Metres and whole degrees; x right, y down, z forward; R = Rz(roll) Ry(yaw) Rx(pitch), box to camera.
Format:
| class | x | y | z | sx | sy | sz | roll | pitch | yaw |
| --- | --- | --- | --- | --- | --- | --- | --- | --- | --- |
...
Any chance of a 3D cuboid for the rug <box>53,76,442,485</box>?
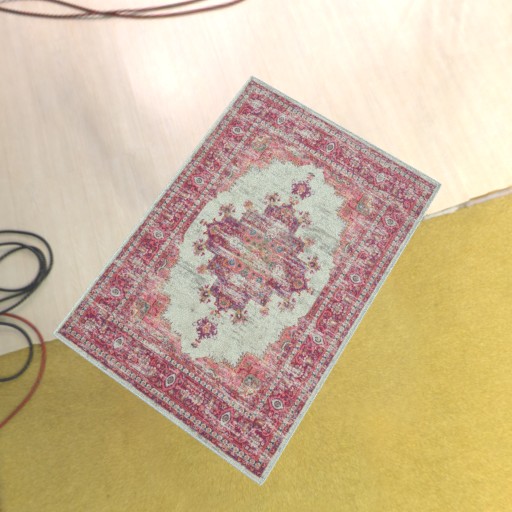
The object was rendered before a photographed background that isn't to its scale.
| class | x | y | z | sx | sy | sz | roll | pitch | yaw |
| --- | --- | --- | --- | --- | --- | --- | --- | --- | --- |
| rug | 0.000 | 0.000 | 2.872 | 1.555 | 0.011 | 2.232 | 33 | 78 | 8 |
